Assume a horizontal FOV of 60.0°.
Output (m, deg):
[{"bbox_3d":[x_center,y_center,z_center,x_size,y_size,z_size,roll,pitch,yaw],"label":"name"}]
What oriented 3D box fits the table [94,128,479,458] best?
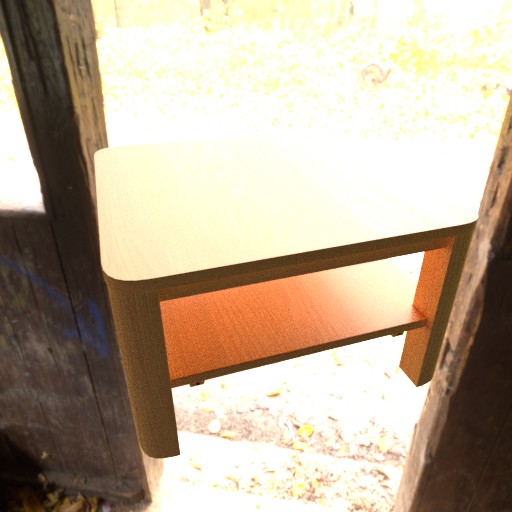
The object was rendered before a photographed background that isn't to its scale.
[{"bbox_3d":[0.000,0.000,1.204,0.750,0.450,0.750,-10,32,-16],"label":"table"}]
